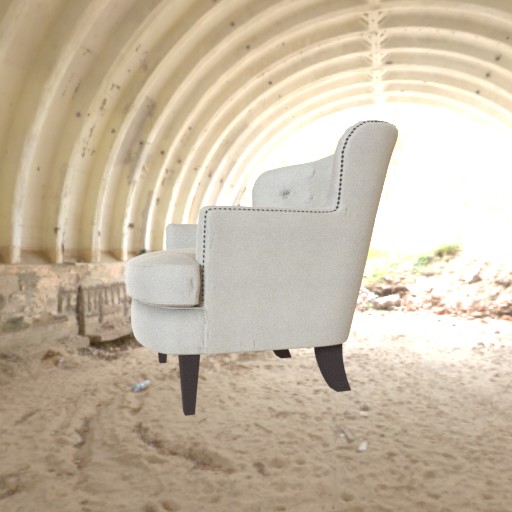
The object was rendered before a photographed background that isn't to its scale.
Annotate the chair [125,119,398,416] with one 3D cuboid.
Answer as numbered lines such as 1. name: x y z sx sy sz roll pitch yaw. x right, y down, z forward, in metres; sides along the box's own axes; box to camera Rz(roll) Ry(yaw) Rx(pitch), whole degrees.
1. chair: 0.000 0.000 1.605 0.906 0.868 0.848 0 0 -18
